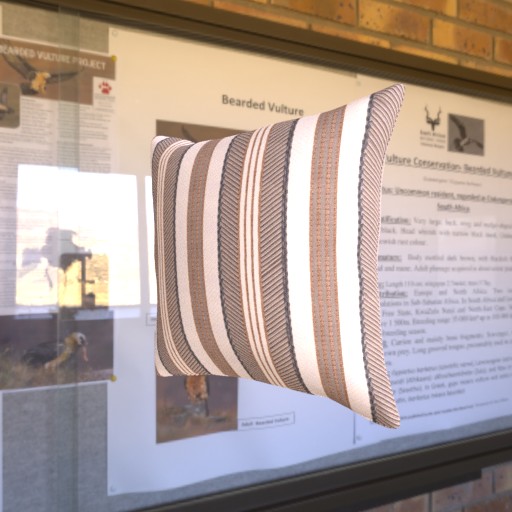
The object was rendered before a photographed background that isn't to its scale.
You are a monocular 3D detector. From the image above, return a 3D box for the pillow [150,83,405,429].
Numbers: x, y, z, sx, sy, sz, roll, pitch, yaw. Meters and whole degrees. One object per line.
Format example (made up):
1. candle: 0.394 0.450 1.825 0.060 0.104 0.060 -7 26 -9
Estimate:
1. pillow: 0.000 0.000 0.627 0.416 0.401 0.173 0 0 35
